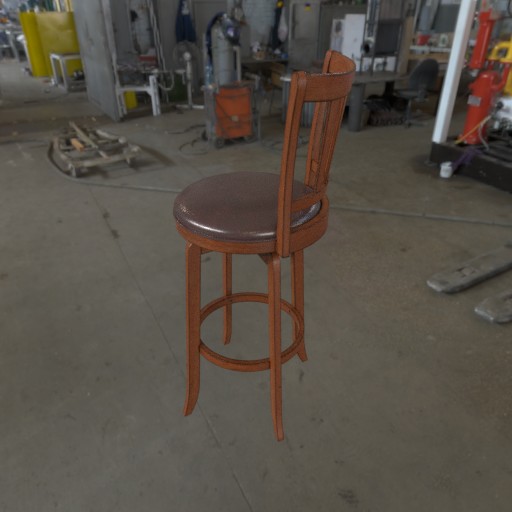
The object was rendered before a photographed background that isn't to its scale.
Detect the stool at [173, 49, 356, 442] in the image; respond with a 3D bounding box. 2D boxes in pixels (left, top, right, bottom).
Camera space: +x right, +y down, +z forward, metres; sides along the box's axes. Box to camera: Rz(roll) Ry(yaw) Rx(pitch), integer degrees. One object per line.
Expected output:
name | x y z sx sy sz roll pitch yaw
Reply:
stool | 0.000 0.000 1.426 0.503 1.177 0.464 9 32 15
